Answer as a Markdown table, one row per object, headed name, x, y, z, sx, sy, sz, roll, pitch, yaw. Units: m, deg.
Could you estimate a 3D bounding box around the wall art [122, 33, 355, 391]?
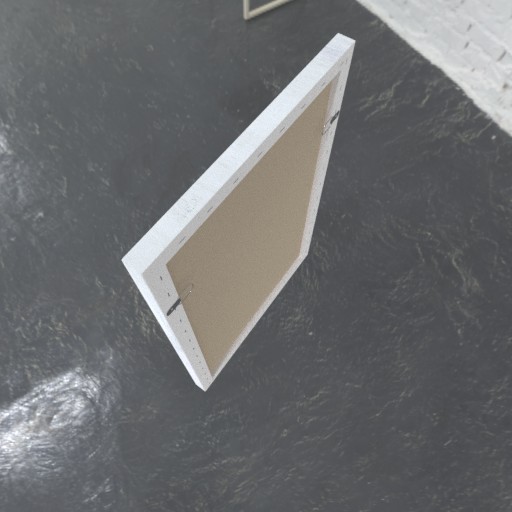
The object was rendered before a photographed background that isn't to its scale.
| name | x | y | z | sx | sy | sz | roll | pitch | yaw |
| --- | --- | --- | --- | --- | --- | --- | --- | --- | --- |
| wall art | 0.000 | 0.000 | 1.169 | 0.043 | 0.914 | 0.624 | 32 | 67 | 15 |
